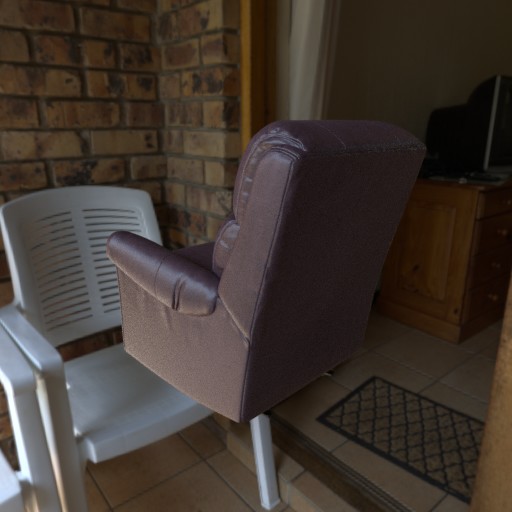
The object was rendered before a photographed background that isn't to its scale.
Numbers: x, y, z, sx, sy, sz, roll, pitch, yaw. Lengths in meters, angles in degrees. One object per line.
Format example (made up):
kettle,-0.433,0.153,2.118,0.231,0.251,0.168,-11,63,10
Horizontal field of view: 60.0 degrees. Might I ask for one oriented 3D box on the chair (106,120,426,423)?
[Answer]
chair,0.000,0.000,1.798,1.014,1.054,0.838,16,23,42
